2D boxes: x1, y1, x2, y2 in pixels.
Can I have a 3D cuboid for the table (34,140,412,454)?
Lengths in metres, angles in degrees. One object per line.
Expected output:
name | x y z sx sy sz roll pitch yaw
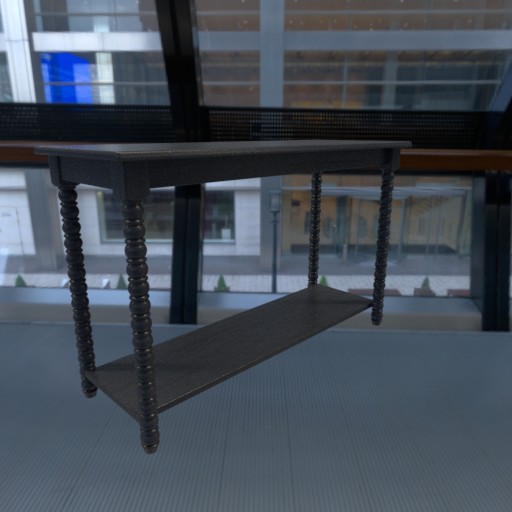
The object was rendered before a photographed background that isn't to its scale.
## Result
table | 0.000 0.000 1.492 1.184 0.735 0.459 -15 22 -43
